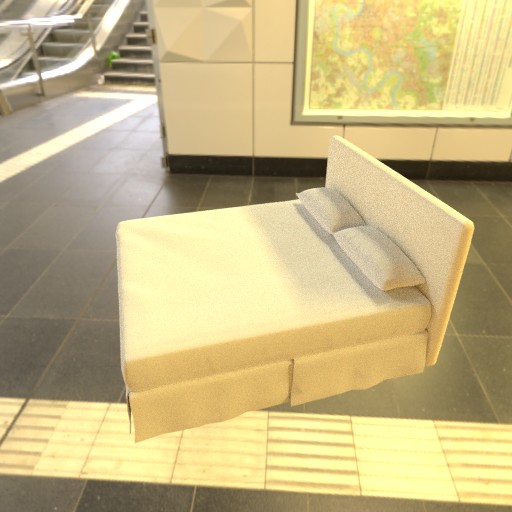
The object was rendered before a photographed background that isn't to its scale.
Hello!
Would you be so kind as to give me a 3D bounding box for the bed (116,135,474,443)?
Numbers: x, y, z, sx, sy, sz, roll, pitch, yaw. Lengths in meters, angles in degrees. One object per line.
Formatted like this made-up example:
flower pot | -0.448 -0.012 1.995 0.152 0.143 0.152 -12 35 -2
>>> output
bed | 0.000 0.000 3.695 2.341 1.317 2.119 -8 32 -14
